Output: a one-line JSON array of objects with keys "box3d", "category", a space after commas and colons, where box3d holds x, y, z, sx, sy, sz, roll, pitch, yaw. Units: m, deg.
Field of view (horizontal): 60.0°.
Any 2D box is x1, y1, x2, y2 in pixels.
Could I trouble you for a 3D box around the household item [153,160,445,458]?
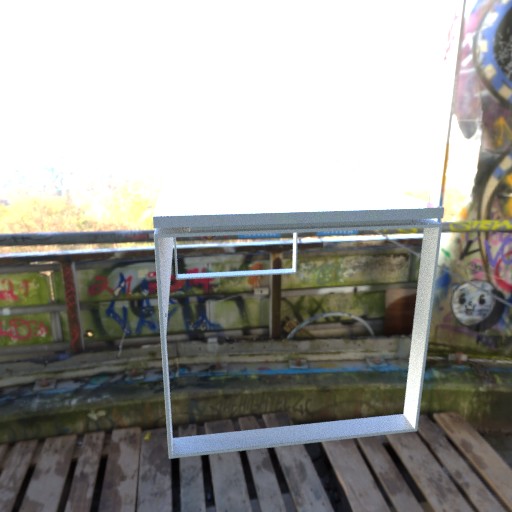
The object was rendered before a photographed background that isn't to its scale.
[{"box3d": [0.000, 0.000, 2.092, 0.800, 0.745, 1.700, -3, 17, -9], "category": "household item"}]
